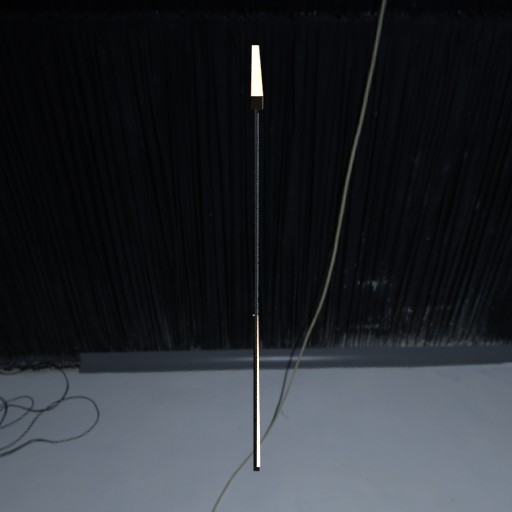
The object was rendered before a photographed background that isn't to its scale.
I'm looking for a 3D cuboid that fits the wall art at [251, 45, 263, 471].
[{"bbox_3d":[0.000,0.000,1.905,0.028,1.533,0.999,0,32,0],"label":"wall art"}]
